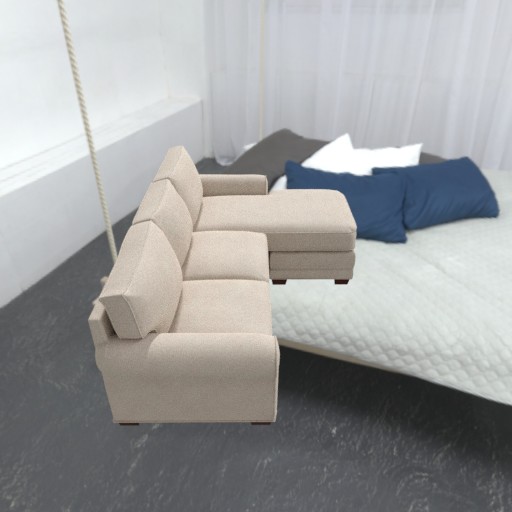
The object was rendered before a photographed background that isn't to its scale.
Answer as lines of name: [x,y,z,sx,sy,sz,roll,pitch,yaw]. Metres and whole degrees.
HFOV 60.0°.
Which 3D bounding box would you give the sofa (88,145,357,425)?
sofa: [0.000,0.000,2.399,1.226,0.734,1.770,0,32,0]
